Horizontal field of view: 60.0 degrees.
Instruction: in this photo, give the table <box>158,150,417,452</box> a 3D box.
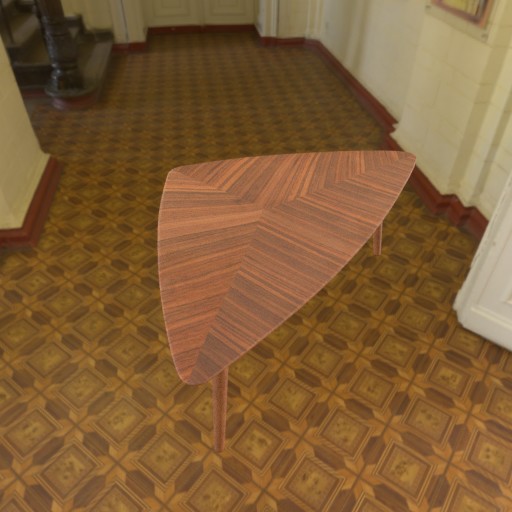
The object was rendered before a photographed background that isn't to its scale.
[{"bbox_3d":[0.000,0.000,1.274,0.601,0.365,1.008,26,47,27],"label":"table"}]
